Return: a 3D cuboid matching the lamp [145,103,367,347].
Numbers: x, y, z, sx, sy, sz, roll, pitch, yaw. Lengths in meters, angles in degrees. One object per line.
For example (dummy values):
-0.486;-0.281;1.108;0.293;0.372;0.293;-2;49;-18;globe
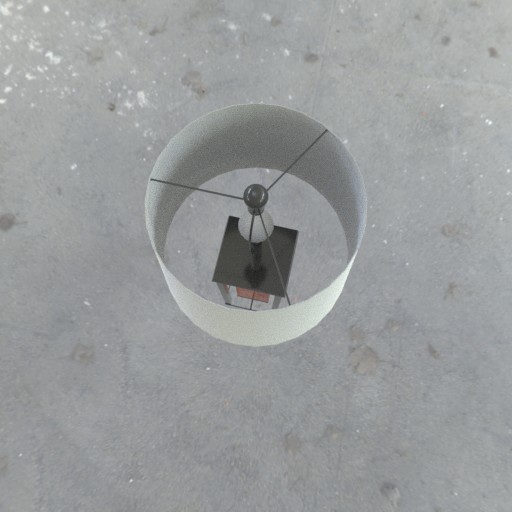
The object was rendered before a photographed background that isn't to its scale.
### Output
0.000;0.000;0.790;0.320;0.591;0.320;0;76;0;lamp
